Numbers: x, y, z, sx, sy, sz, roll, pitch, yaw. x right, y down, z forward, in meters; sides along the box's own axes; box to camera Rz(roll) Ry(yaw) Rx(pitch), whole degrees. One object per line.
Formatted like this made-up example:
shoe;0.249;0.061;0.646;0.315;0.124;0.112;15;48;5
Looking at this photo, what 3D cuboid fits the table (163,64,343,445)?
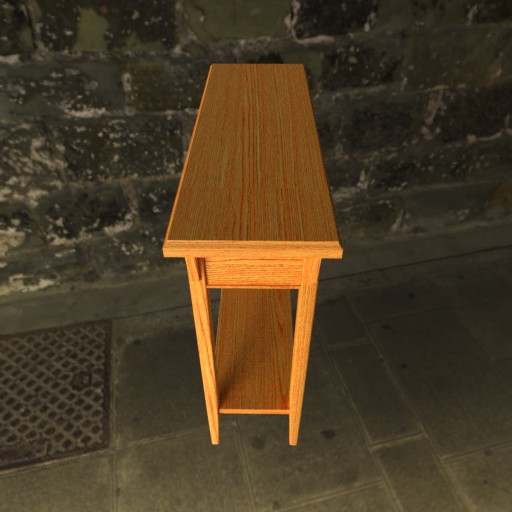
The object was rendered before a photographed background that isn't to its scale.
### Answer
table;0.000;0.000;1.139;0.254;0.711;0.762;0;41;1
